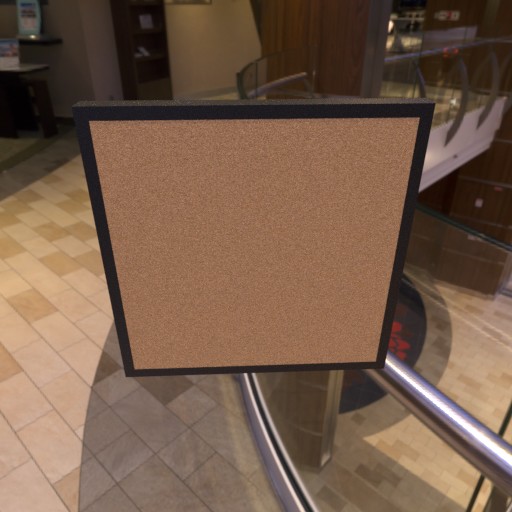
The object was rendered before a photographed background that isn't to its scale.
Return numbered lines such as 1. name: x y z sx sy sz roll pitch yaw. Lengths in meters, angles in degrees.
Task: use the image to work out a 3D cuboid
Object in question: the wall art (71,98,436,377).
1. wall art: 0.000 0.000 0.760 0.508 0.508 0.038 -1 30 -2
